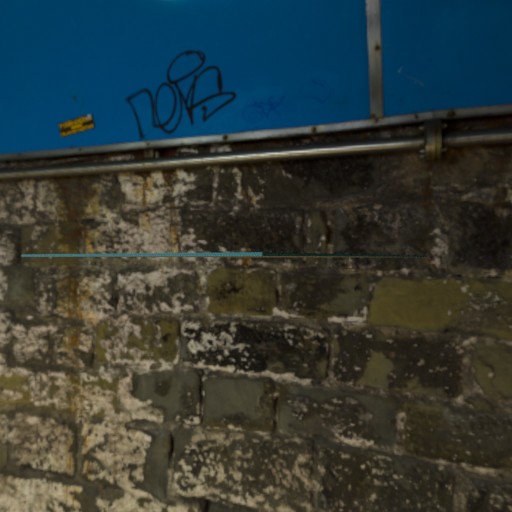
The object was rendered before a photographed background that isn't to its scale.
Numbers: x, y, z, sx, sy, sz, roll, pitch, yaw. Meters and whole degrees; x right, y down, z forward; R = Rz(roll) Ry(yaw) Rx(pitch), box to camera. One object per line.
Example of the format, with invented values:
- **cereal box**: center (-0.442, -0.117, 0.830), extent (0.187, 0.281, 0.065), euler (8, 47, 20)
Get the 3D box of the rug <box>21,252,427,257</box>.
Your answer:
- **rug**: center (0.000, 0.000, 2.880), extent (1.594, 0.013, 2.213), euler (0, 0, 35)
